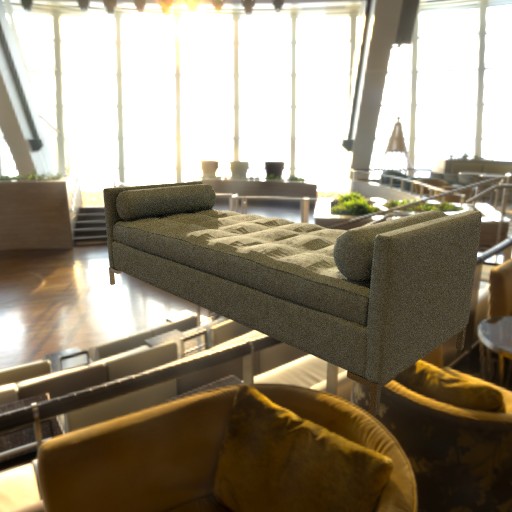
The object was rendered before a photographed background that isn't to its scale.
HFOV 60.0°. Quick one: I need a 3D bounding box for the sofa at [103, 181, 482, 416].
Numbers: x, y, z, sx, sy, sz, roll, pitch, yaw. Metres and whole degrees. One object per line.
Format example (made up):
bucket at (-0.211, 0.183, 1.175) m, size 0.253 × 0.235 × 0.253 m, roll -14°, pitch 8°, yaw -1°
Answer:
sofa at (0.000, 0.000, 2.482) m, size 0.797 × 0.657 × 2.102 m, roll -14°, pitch 20°, yaw -42°
